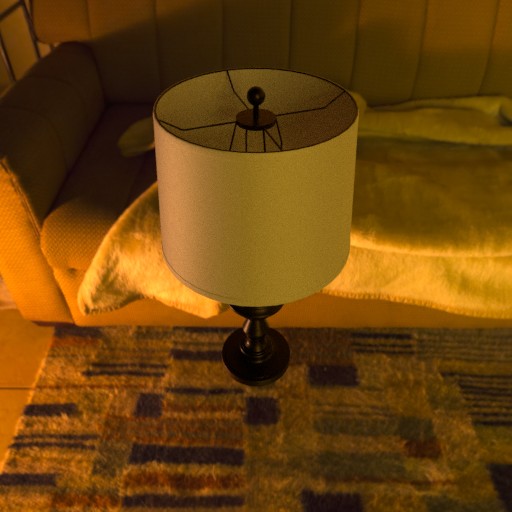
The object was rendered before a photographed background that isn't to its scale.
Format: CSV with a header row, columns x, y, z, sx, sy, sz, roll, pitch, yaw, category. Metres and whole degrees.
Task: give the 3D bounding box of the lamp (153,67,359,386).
x,y,z,sx,sy,sz,roll,pitch,yaw,category
0.000,0.000,0.949,0.383,0.726,0.383,0,42,0,lamp
